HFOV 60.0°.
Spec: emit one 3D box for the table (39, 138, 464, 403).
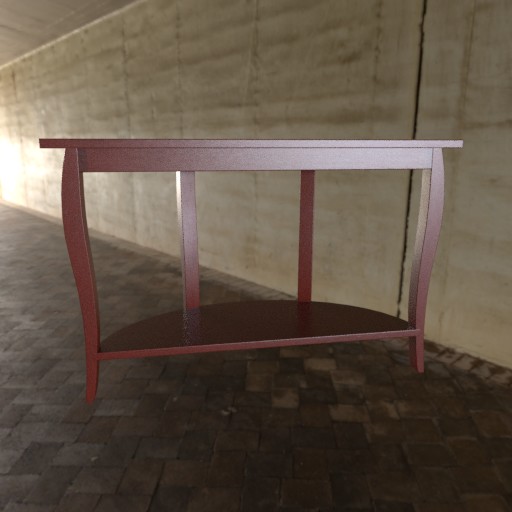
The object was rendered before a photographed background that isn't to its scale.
[{"bbox_3d":[0.000,0.000,1.541,1.219,0.779,0.405,-2,14,-10],"label":"table"}]
